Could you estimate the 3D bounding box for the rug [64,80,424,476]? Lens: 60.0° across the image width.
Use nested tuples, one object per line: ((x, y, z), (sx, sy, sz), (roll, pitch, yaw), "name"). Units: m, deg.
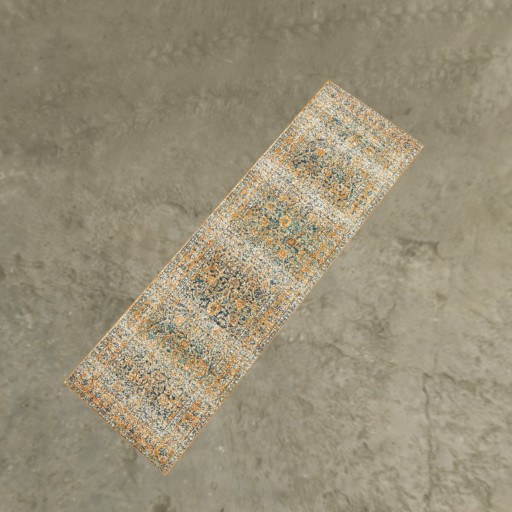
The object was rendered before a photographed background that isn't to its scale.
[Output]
((0.000, 0.000, 2.443), (0.704, 0.014, 2.294), (38, 79, 9), "rug")
